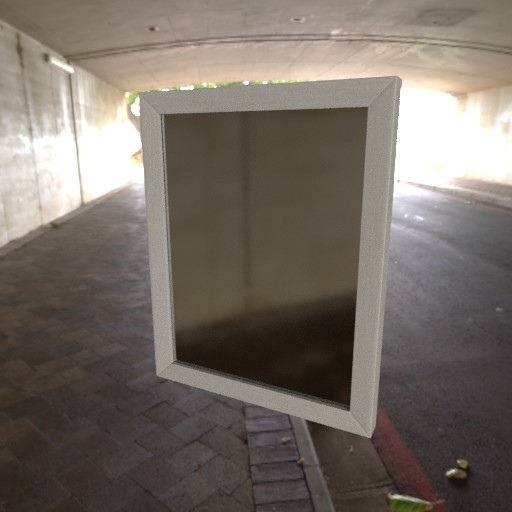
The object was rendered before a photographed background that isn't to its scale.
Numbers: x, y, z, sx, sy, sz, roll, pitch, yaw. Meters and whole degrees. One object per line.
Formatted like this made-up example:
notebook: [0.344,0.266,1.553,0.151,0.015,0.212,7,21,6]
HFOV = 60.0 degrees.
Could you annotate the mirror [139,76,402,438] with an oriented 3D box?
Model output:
mirror: [0.000,0.000,0.707,0.405,0.508,0.041,7,16,26]
